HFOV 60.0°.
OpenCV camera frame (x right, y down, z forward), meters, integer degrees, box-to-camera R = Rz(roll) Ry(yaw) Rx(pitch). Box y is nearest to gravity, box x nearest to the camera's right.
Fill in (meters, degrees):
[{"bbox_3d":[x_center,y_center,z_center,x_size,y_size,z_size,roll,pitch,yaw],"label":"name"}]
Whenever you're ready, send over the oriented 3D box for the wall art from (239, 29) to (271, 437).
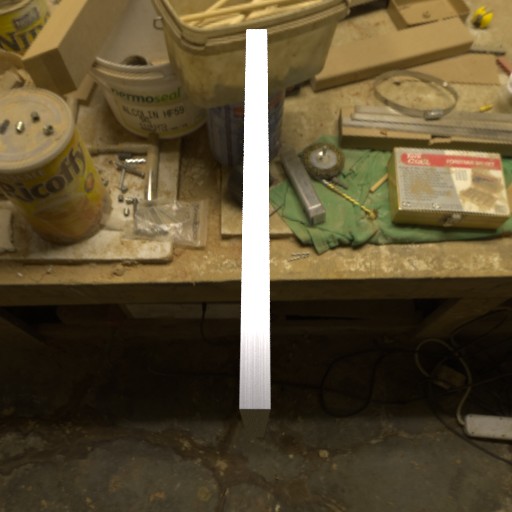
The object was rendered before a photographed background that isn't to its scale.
[{"bbox_3d":[0.000,0.000,0.770,0.032,0.456,0.557,0,65,0],"label":"wall art"}]
